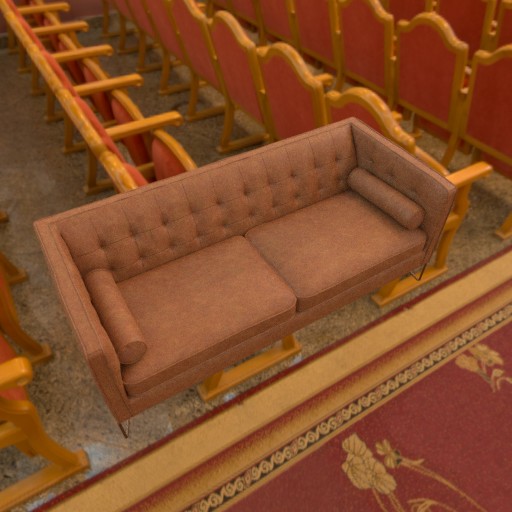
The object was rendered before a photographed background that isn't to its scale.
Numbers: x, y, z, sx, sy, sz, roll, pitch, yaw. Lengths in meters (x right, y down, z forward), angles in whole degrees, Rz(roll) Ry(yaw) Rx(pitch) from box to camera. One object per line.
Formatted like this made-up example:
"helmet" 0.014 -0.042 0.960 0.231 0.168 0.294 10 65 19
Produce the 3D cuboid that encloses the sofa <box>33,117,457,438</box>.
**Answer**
"sofa" 0.000 0.000 2.571 2.079 0.798 0.912 -23 50 -21
